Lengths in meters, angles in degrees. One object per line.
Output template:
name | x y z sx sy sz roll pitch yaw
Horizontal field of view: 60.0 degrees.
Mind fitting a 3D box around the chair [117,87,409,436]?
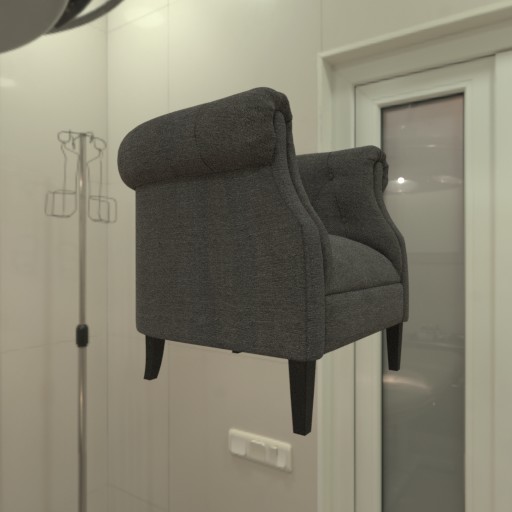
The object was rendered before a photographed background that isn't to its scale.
chair | 0.000 0.000 1.538 0.852 0.827 0.905 0 0 35
